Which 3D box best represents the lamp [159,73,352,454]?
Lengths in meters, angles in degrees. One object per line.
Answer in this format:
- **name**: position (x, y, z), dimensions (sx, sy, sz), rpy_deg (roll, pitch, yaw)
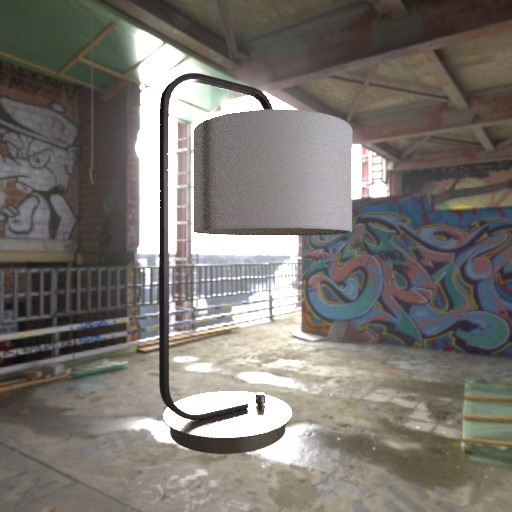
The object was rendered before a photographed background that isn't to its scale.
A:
- **lamp**: position (0.000, 0.000, 0.634), dimensions (0.288, 0.473, 0.230), rpy_deg (0, 0, -35)
